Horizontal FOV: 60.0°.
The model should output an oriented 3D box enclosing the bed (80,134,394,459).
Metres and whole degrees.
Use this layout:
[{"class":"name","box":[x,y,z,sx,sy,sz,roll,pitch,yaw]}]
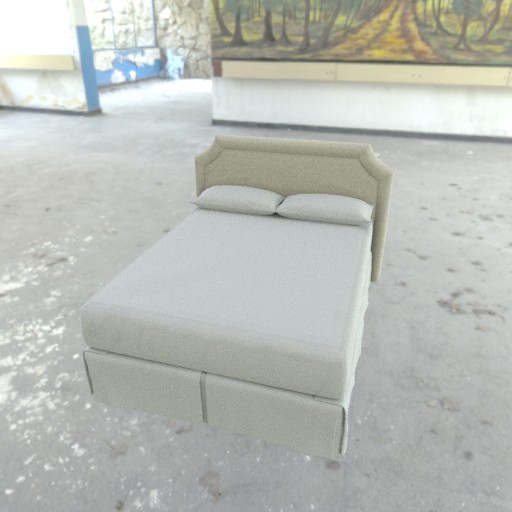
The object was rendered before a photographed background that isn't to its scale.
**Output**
[{"class":"bed","box":[0.000,0.000,3.281,1.828,1.297,2.164,8,28,15]}]
